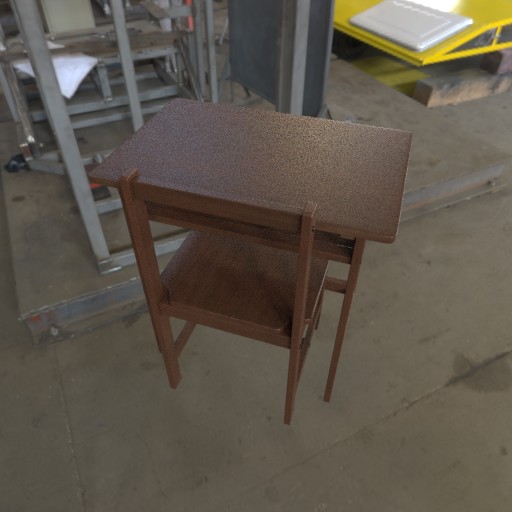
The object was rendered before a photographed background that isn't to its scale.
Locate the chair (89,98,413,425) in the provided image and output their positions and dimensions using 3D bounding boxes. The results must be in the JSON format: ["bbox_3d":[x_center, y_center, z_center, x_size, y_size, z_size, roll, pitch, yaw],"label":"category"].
[{"bbox_3d":[0.000,0.000,1.099,0.599,0.673,0.463,13,44,13],"label":"chair"}]
